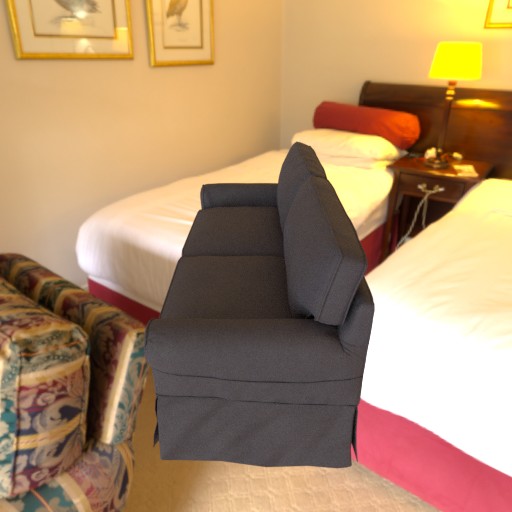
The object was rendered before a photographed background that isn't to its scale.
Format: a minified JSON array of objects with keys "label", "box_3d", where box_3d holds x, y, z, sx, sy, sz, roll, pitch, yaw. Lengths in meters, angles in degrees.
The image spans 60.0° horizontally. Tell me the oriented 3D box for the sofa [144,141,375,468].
[{"label":"sofa","box_3d":[0.000,0.000,2.828,0.983,1.094,2.256,0,26,0]}]
